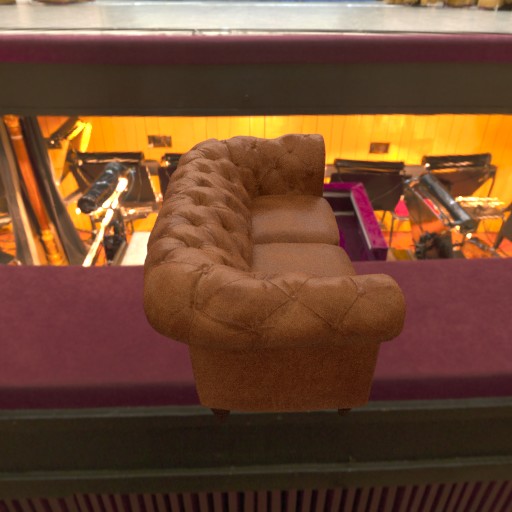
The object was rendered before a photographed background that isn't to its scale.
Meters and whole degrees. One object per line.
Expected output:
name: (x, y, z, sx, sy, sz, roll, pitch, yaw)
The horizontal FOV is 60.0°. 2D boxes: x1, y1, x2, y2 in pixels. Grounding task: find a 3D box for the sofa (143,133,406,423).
sofa: (0.000, 0.000, 2.544, 1.042, 0.877, 1.979, -1, 33, -1)
